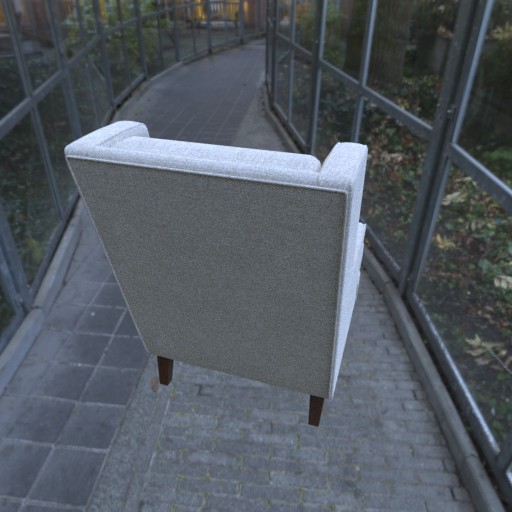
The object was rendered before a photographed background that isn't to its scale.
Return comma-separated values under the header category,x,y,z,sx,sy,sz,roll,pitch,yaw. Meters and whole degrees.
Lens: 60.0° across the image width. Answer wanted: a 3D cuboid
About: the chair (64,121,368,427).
category,x,y,z,sx,sy,sz,roll,pitch,yaw
chair,0.000,0.000,1.707,0.764,1.082,0.948,10,33,16
